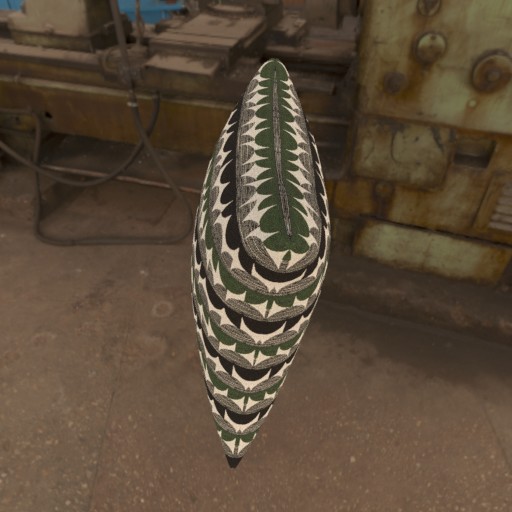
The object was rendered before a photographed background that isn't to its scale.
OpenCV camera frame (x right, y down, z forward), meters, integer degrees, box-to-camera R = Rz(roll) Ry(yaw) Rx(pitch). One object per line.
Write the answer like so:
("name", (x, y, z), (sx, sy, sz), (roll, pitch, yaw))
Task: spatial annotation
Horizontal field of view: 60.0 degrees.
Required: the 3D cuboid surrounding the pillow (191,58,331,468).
("pillow", (0.000, 0.000, 0.621), (0.180, 0.404, 0.419), (0, 43, 0))
